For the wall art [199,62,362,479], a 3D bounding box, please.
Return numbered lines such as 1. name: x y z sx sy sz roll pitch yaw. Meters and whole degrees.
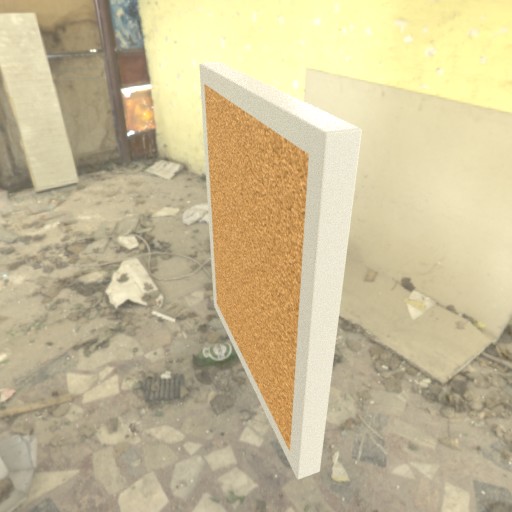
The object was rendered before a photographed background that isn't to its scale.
1. wall art: 0.000 0.000 0.523 0.028 0.381 0.331 -11 33 -18
